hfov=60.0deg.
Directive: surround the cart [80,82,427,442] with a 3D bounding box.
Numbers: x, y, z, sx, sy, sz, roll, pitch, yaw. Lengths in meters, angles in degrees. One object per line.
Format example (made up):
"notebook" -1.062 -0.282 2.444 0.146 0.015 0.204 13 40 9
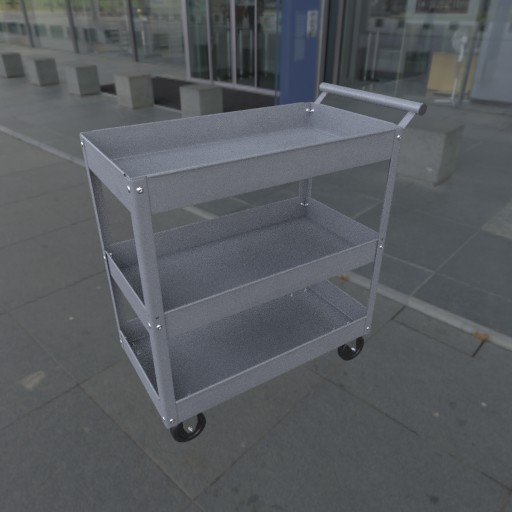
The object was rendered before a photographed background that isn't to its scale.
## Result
"cart" 0.000 0.000 1.196 0.719 0.780 0.366 -18 34 -28
